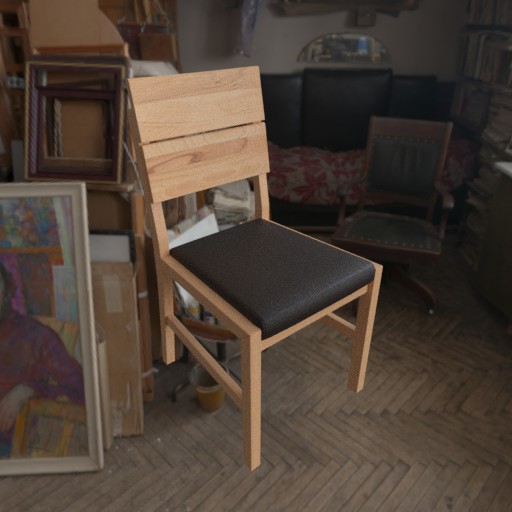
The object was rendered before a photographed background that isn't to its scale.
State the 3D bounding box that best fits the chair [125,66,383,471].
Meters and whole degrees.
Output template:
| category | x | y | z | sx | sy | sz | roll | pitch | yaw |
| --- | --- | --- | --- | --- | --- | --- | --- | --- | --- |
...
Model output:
| category | x | y | z | sx | sy | sz | roll | pitch | yaw |
| --- | --- | --- | --- | --- | --- | --- | --- | --- | --- |
| chair | 0.000 | 0.000 | 1.292 | 0.475 | 0.950 | 0.560 | -22 | 36 | -33 |
